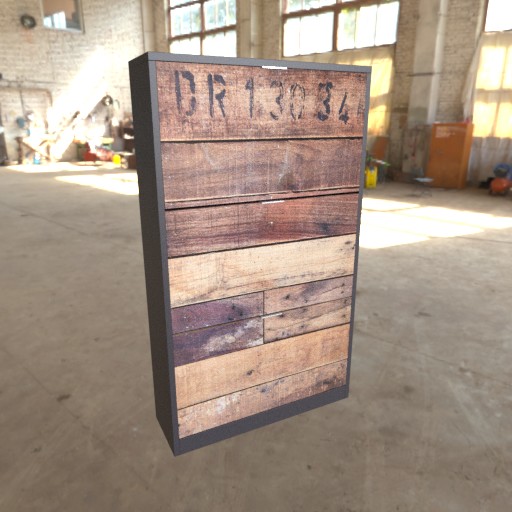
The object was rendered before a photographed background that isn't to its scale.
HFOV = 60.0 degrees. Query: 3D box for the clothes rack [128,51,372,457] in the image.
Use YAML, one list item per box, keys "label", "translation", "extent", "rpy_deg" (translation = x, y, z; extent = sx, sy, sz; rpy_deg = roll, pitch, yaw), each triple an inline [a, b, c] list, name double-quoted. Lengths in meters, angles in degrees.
- label: "clothes rack"
  translation: [0.000, 0.000, 1.599]
  extent: [0.750, 1.280, 0.250]
  rpy_deg: [-9, 19, -26]
